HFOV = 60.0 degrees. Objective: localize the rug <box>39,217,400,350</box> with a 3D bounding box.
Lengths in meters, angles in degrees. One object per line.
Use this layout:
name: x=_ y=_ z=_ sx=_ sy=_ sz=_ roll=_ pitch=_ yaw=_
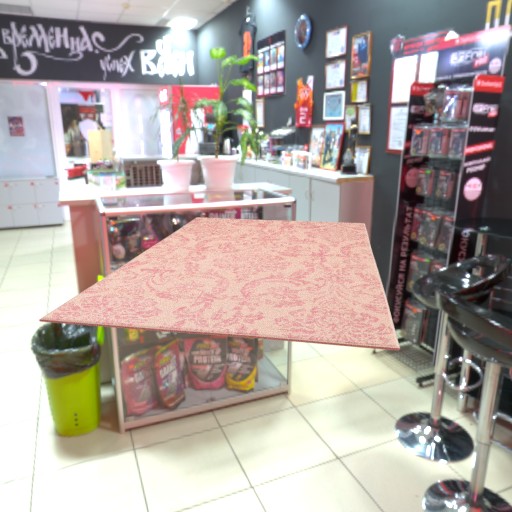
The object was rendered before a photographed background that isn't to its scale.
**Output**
rug: x=0.000 y=0.000 z=2.317 sx=1.219 sy=0.012 sz=1.839 roll=3 pitch=17 yaw=10
